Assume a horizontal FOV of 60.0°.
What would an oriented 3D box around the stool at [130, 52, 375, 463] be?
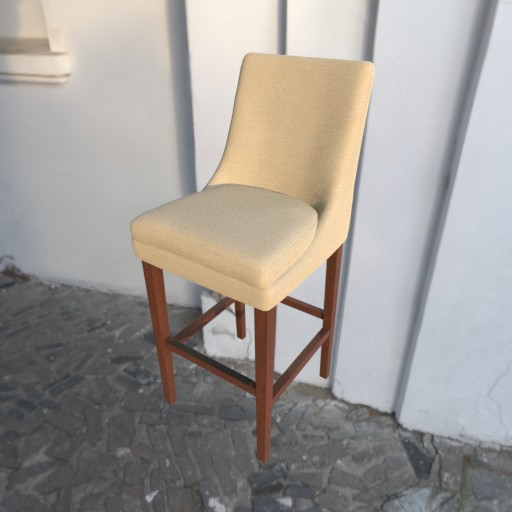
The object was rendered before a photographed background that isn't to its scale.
[{"bbox_3d":[0.000,0.000,1.358,0.470,1.078,0.577,19,36,29],"label":"stool"}]
